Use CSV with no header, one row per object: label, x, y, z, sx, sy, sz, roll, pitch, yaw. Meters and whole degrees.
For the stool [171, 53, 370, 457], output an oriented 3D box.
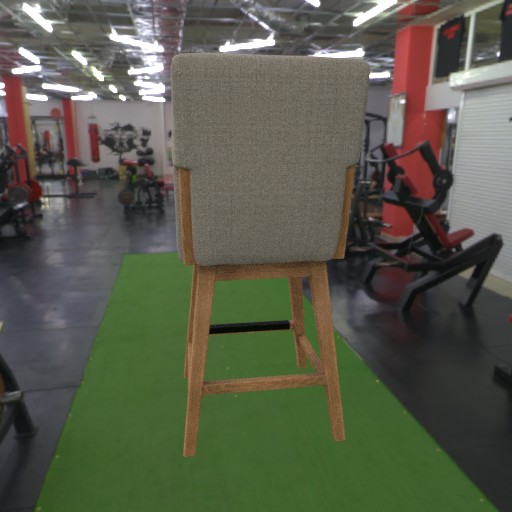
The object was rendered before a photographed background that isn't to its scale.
stool,0.000,0.000,1.300,0.459,1.010,0.526,-2,15,-9
